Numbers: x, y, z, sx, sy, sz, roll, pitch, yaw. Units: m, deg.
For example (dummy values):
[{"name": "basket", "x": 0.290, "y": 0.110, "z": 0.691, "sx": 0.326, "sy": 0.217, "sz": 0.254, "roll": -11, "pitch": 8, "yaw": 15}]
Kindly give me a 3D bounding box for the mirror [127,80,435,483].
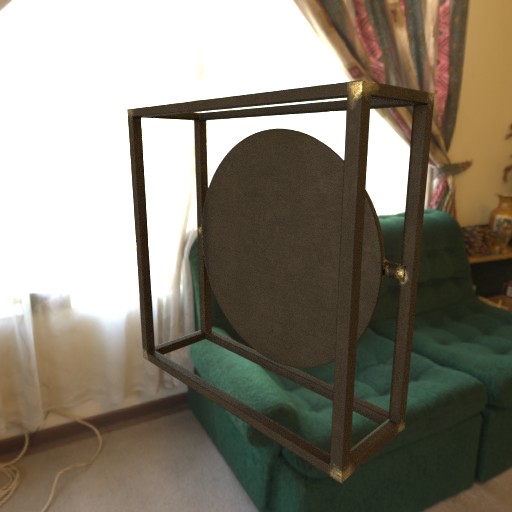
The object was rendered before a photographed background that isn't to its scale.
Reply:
[{"name": "mirror", "x": 0.000, "y": 0.000, "z": 0.461, "sx": 0.107, "sy": 0.303, "sz": 0.306, "roll": -13, "pitch": 19, "yaw": -43}]
